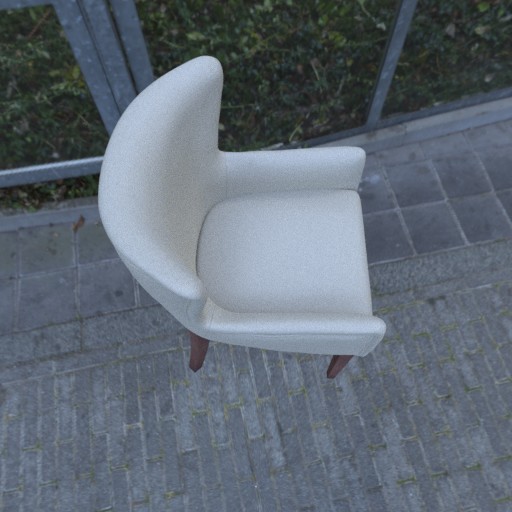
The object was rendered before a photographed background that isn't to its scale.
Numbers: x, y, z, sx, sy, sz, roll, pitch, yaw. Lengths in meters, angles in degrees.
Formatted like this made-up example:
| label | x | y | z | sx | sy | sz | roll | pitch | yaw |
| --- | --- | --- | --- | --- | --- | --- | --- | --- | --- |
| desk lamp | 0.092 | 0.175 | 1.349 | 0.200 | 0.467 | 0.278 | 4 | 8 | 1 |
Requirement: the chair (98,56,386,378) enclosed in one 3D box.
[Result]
| label | x | y | z | sx | sy | sz | roll | pitch | yaw |
| --- | --- | --- | --- | --- | --- | --- | --- | --- | --- |
| chair | 0.000 | 0.000 | 1.386 | 0.686 | 0.952 | 0.660 | 1 | 63 | 1 |
